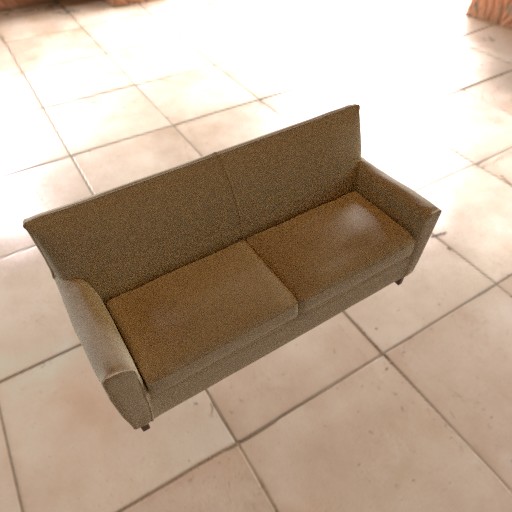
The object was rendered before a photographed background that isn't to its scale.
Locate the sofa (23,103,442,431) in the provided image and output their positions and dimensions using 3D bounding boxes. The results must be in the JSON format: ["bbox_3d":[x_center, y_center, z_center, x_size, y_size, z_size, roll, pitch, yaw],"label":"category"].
[{"bbox_3d":[0.000,0.000,2.455,2.001,0.907,0.841,-25,52,-22],"label":"sofa"}]
